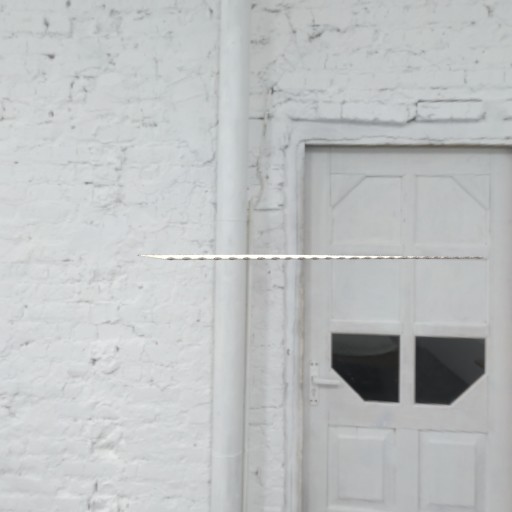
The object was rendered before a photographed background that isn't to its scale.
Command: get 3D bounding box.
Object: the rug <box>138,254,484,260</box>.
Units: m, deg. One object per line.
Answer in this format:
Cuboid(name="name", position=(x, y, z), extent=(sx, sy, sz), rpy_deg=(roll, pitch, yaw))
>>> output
Cuboid(name="rug", position=(0.000, 0.000, 2.541), extent=(1.229, 0.011, 2.096), rpy_deg=(0, 0, -17))
